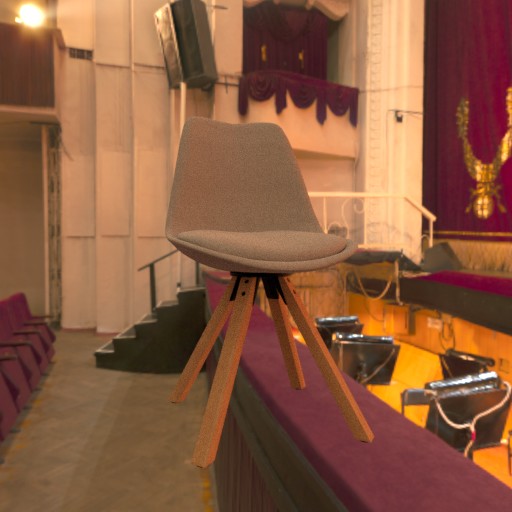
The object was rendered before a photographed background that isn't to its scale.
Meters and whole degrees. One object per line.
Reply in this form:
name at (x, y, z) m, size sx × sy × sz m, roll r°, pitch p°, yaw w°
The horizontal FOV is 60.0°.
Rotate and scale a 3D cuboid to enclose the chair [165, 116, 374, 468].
chair at (0.000, 0.000, 1.198) m, size 0.474 × 0.863 × 0.549 m, roll 0°, pitch 2°, yaw -17°
